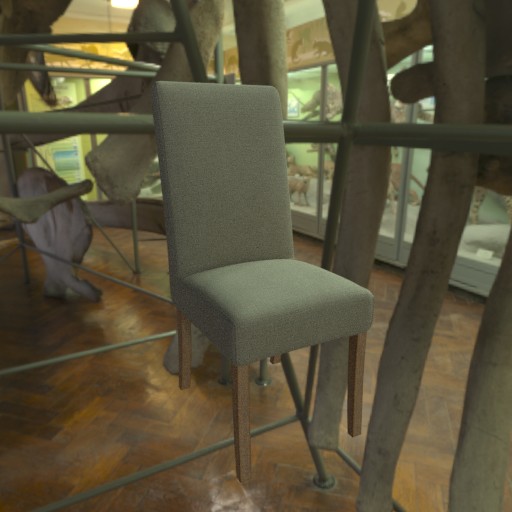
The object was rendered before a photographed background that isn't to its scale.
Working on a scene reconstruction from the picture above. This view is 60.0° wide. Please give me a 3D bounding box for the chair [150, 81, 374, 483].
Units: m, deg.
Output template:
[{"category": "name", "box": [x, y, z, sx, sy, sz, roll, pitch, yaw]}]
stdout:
[{"category": "chair", "box": [0.000, 0.000, 1.369, 0.450, 1.033, 0.611, -9, 19, -27]}]
